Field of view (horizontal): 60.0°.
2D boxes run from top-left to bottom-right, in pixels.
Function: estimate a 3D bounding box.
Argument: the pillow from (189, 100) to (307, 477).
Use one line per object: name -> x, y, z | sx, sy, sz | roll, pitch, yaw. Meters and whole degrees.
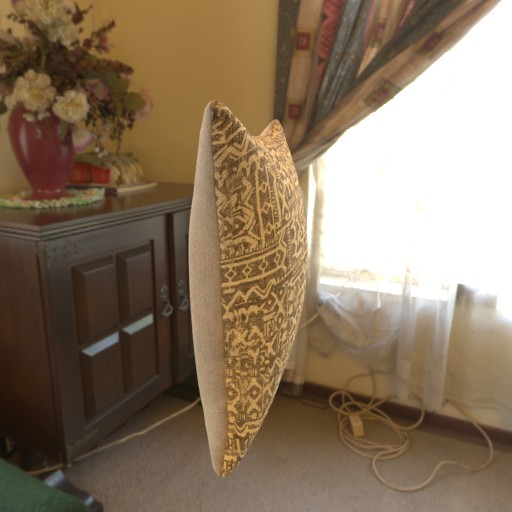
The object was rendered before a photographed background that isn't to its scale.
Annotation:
pillow -> 0.000, 0.000, 0.789 | 0.180, 0.487, 0.546 | 2, 15, 9
